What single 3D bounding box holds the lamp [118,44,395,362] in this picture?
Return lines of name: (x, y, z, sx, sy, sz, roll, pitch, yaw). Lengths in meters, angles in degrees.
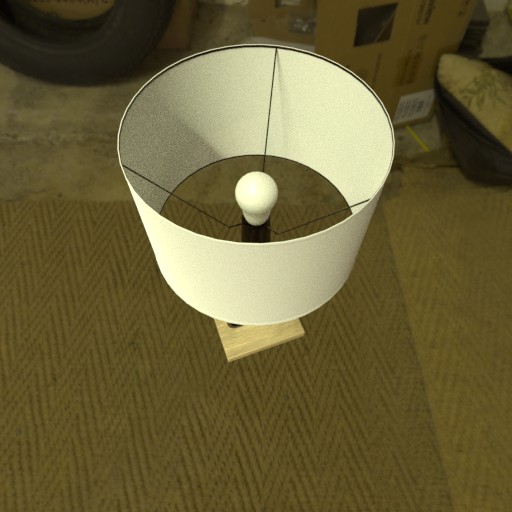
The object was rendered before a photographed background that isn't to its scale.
lamp: (0.000, 0.000, 0.669, 0.279, 0.508, 0.279, -17, 61, -10)
